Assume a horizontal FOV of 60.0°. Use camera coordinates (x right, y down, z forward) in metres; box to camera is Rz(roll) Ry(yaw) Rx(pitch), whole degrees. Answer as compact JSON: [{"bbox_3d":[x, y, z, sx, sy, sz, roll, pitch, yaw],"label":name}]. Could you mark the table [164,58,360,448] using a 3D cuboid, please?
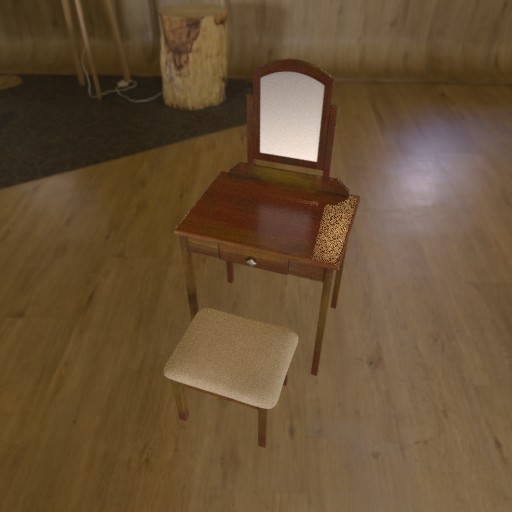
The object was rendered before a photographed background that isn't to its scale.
[{"bbox_3d":[0.000,0.000,2.313,0.876,1.631,1.211,13,43,14],"label":"table"}]
